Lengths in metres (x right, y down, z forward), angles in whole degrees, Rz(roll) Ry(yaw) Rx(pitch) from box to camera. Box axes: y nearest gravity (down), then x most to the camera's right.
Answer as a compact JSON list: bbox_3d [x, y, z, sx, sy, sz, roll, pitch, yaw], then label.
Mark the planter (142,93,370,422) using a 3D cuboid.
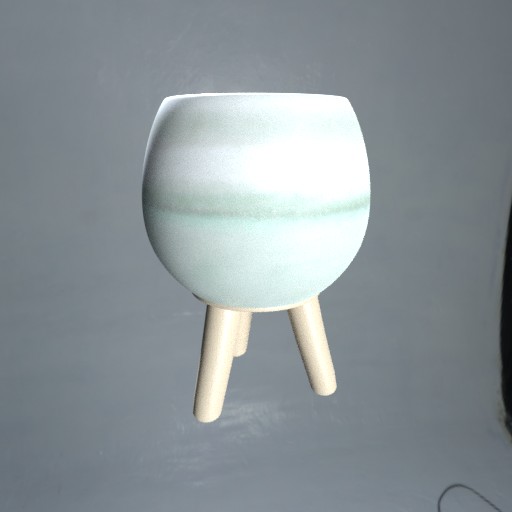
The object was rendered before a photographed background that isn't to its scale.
[{"bbox_3d":[0.000,0.000,0.335,0.161,0.224,0.161,0,16,0],"label":"planter"}]
